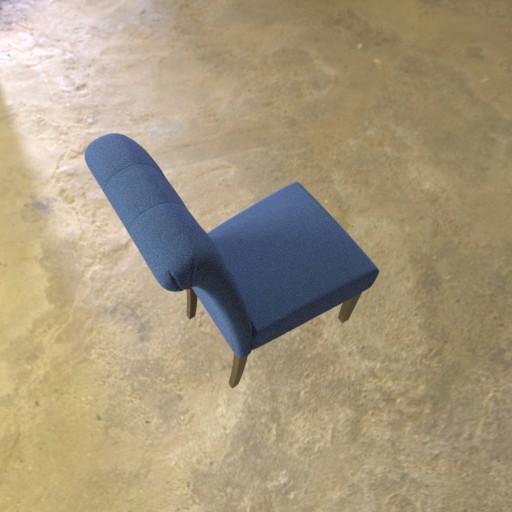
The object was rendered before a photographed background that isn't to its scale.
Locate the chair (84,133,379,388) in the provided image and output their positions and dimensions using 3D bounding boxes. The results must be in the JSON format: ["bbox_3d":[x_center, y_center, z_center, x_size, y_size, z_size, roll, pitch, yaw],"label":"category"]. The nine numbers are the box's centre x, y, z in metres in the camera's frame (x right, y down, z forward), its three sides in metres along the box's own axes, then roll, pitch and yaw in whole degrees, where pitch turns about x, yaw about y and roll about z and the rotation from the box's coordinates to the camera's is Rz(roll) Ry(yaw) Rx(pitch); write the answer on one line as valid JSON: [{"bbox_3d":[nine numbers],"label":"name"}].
[{"bbox_3d":[0.000,0.000,1.380,0.671,1.006,0.456,-29,62,-17],"label":"chair"}]
